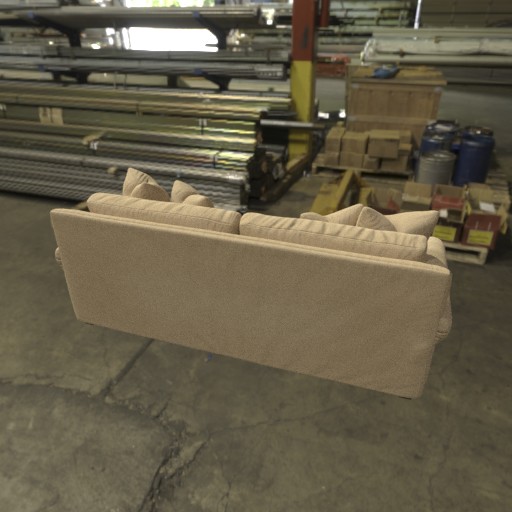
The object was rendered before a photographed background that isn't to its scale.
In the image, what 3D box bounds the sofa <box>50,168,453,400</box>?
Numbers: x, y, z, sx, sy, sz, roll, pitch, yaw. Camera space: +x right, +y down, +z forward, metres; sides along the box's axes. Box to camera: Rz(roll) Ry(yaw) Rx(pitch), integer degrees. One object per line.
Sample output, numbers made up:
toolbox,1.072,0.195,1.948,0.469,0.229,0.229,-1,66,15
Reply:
sofa,0.000,0.000,2.840,2.285,0.904,1.067,9,31,16
